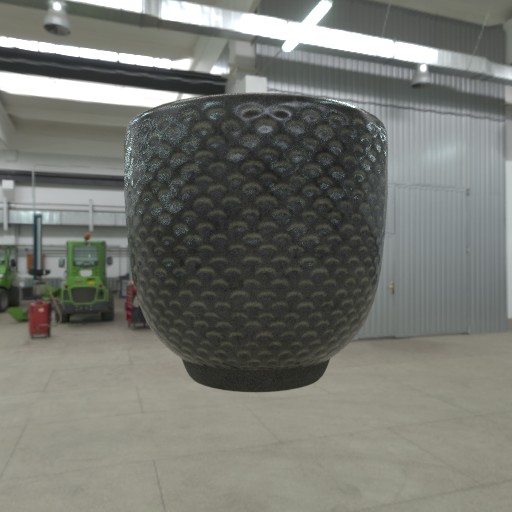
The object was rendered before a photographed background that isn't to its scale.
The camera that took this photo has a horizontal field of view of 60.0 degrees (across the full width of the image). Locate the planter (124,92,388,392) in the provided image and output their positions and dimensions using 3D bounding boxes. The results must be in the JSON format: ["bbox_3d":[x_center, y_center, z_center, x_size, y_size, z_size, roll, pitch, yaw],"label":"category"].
[{"bbox_3d":[0.000,0.000,0.301,0.172,0.160,0.172,0,-1,0],"label":"planter"}]
